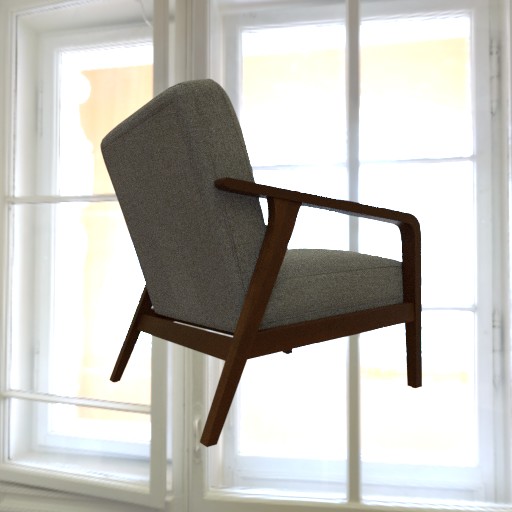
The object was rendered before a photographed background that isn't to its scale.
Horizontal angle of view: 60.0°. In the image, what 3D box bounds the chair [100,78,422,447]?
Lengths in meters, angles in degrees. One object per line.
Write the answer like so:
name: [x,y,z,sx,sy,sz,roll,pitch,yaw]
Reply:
chair: [0.000,0.000,1.451,0.858,0.847,0.704,0,-1,-36]
